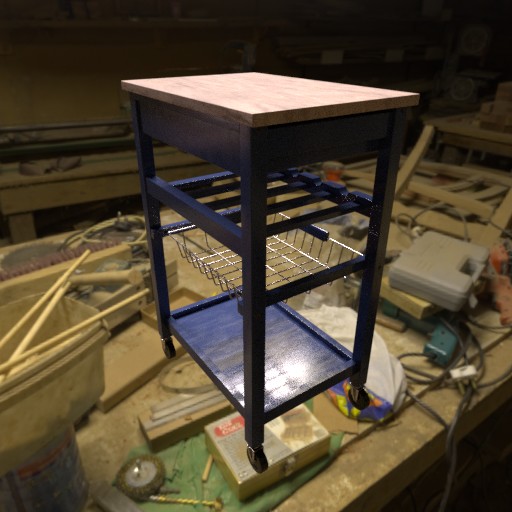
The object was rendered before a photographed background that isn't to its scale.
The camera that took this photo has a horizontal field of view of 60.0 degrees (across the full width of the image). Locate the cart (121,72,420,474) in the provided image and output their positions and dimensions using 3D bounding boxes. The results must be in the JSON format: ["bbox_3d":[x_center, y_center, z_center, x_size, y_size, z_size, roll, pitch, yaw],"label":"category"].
[{"bbox_3d":[0.000,0.000,1.169,0.403,0.839,0.584,-18,32,-30],"label":"cart"}]
